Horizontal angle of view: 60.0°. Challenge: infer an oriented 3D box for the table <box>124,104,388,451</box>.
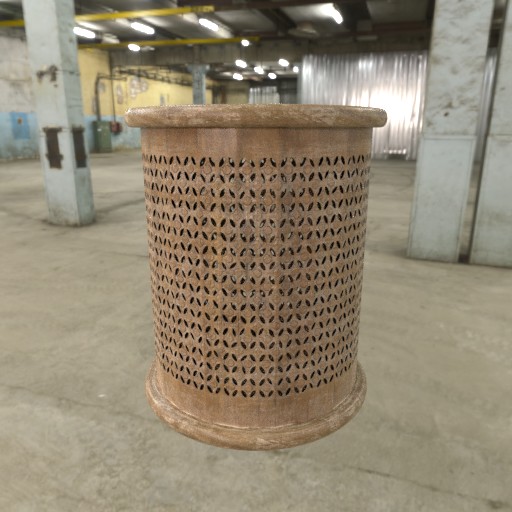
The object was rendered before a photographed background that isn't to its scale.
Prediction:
[{"bbox_3d":[0.000,0.000,0.774,0.407,0.482,0.407,0,16,0],"label":"table"}]
